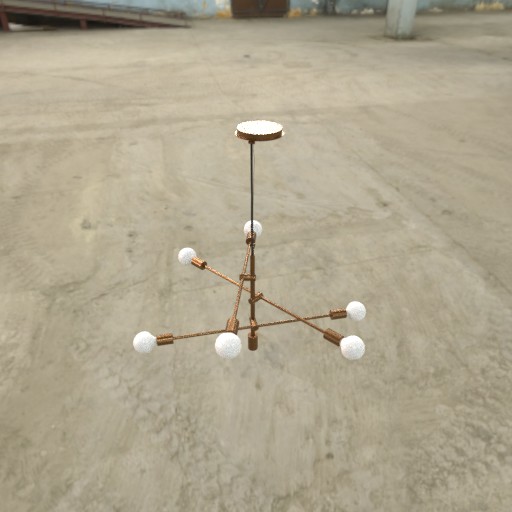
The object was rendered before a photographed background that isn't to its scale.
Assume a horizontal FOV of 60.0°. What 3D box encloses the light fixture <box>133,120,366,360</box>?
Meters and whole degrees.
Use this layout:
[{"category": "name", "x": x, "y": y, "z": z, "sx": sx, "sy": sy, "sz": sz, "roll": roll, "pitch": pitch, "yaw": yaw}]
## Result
[{"category": "light fixture", "x": 0.000, "y": 0.000, "z": 1.280, "sx": 0.682, "sy": 0.744, "sz": 0.637, "roll": 9, "pitch": 34, "yaw": 14}]
